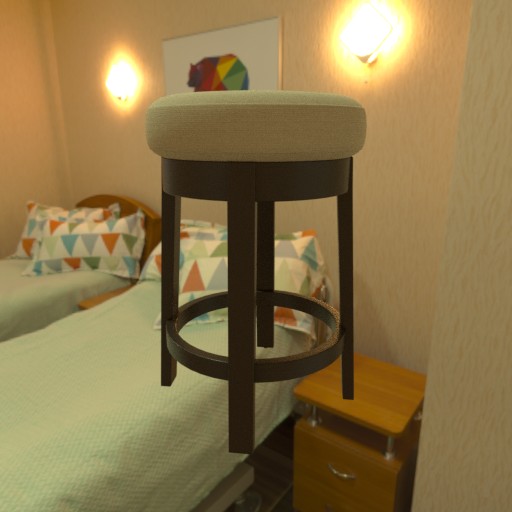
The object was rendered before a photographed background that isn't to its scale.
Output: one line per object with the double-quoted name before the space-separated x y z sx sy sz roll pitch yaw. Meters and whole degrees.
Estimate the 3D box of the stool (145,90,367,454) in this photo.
"stool" 0.000 0.000 0.956 0.449 0.655 0.449 0 16 0
